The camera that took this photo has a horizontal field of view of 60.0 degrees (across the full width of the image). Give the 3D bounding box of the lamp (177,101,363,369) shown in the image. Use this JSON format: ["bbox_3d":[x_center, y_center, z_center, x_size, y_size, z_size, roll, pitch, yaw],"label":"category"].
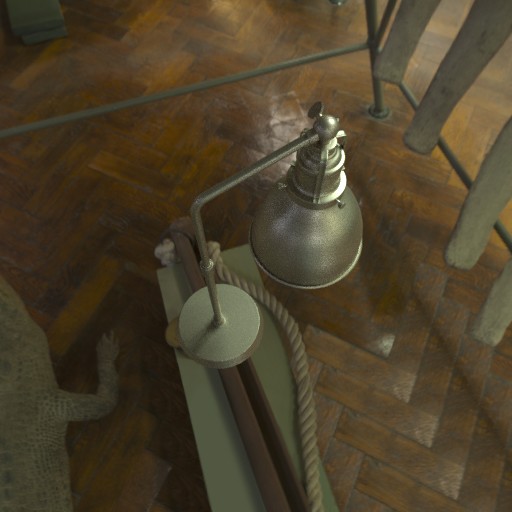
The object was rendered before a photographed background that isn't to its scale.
[{"bbox_3d":[0.000,0.000,0.589,0.286,0.456,0.153,-16,64,-8],"label":"lamp"}]
